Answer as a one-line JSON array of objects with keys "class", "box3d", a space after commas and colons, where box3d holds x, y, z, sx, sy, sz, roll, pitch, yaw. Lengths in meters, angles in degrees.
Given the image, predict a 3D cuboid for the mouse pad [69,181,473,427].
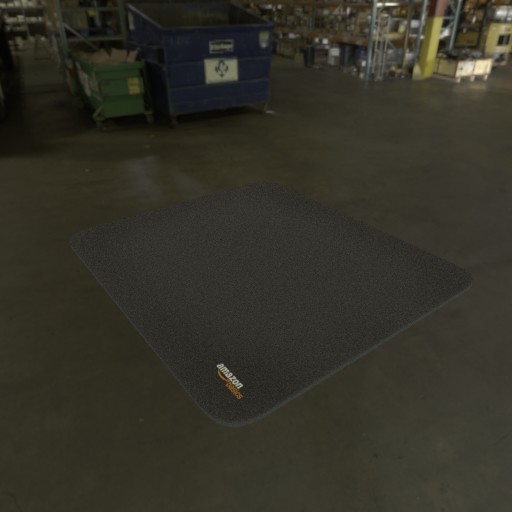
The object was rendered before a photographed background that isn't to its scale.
[{"class": "mouse pad", "box3d": [0.000, 0.000, 0.318, 0.203, 0.003, 0.229, -21, 36, -31]}]
